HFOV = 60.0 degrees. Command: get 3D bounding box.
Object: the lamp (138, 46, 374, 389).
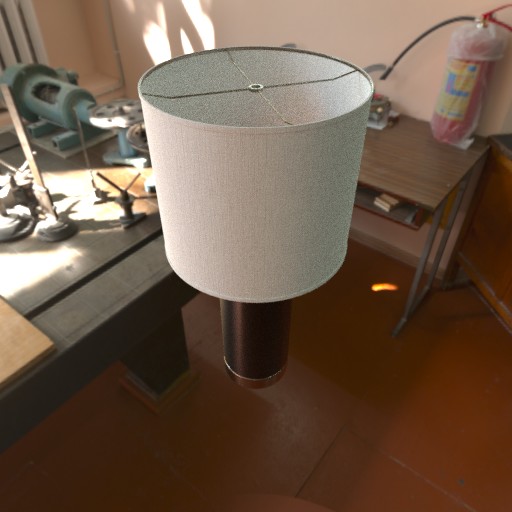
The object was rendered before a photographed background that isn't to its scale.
[{"bbox_3d":[0.000,0.000,0.615,0.241,0.482,0.240,-12,42,-13],"label":"lamp"}]
